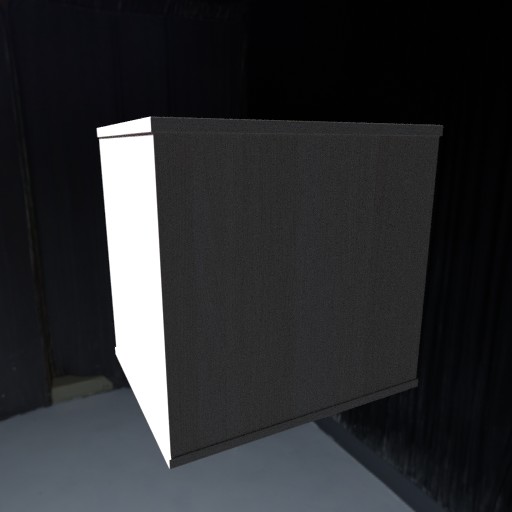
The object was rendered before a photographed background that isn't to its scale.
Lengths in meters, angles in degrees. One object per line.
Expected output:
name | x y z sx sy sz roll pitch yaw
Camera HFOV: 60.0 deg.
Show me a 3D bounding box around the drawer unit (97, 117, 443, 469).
drawer unit | 0.000 0.000 0.613 0.349 0.344 0.290 -7 16 -27
